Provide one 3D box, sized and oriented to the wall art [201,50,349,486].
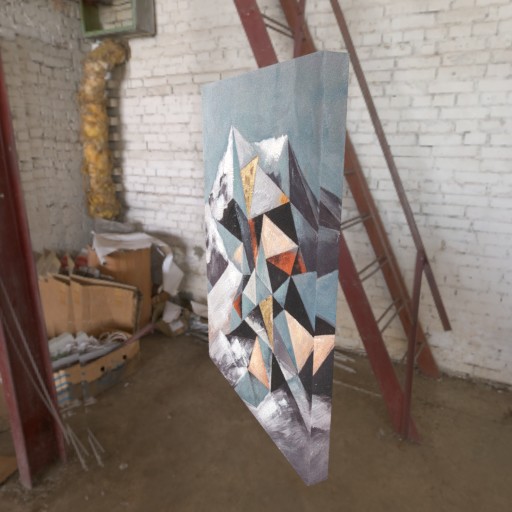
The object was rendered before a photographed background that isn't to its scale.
[{"bbox_3d":[0.000,0.000,0.799,0.037,0.613,0.455,-7,17,-24],"label":"wall art"}]
